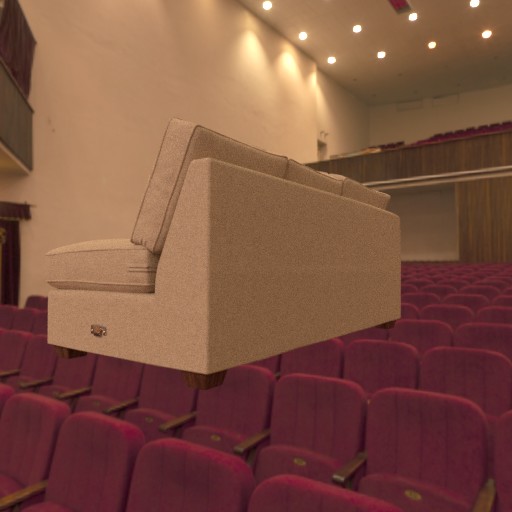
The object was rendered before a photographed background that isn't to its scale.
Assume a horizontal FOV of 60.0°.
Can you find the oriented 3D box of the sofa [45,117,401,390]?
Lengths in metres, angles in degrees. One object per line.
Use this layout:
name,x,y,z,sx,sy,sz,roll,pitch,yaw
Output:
sofa,0.000,0.000,2.514,1.034,0.946,1.962,-1,-2,36
